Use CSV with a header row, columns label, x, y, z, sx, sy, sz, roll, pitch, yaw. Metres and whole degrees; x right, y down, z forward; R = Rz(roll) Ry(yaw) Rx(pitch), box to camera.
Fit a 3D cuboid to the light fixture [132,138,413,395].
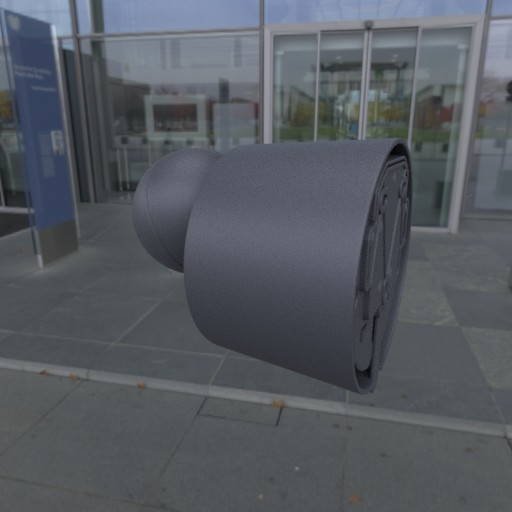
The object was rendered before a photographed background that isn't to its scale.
label,x,y,z,sx,sy,sz,roll,pitch,yaw
light fixture,0.000,0.000,0.273,0.160,0.143,0.134,9,19,27
